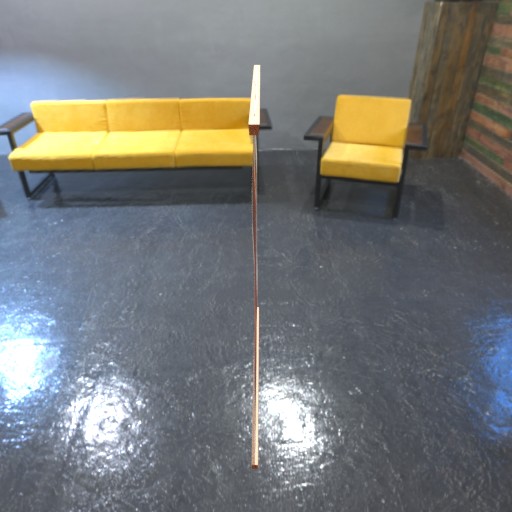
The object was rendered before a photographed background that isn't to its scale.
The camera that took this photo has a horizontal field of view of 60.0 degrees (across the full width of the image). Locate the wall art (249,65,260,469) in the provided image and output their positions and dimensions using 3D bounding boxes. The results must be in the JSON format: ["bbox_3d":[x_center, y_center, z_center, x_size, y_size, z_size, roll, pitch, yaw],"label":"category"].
[{"bbox_3d":[0.000,0.000,1.376,0.020,1.013,0.758,0,31,0],"label":"wall art"}]
